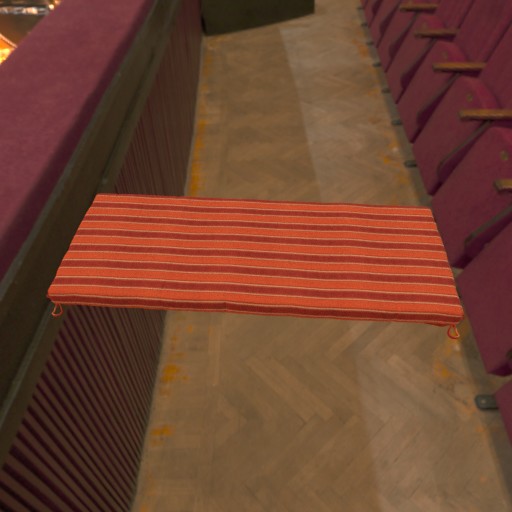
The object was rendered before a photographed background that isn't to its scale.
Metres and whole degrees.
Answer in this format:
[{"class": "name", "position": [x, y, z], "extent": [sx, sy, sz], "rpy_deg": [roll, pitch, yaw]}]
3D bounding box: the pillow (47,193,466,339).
[{"class": "pillow", "position": [0.000, 0.000, 1.366], "extent": [1.187, 0.081, 0.492], "rpy_deg": [3, 45, 3]}]
